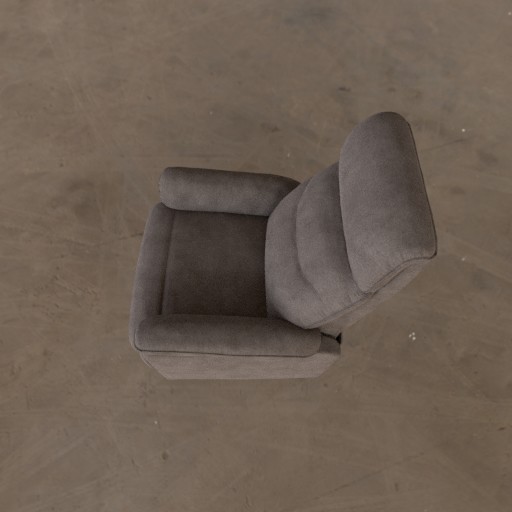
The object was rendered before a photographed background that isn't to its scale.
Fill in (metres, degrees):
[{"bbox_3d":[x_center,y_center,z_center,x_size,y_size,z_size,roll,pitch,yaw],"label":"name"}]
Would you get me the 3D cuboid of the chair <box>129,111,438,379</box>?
[{"bbox_3d":[0.000,0.000,1.746,1.009,1.036,0.830,1,59,0],"label":"chair"}]
